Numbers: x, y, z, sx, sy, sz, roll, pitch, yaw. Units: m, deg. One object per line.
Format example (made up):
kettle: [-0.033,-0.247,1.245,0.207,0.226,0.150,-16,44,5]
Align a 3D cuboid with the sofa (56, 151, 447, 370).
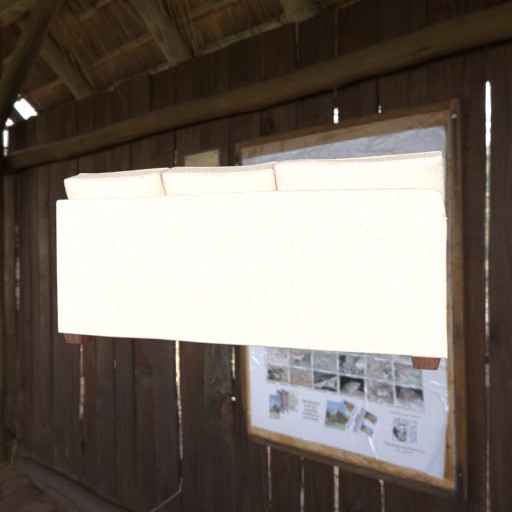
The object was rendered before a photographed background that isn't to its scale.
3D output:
sofa: [0.000,0.000,2.569,1.962,0.946,1.034,0,0,17]
